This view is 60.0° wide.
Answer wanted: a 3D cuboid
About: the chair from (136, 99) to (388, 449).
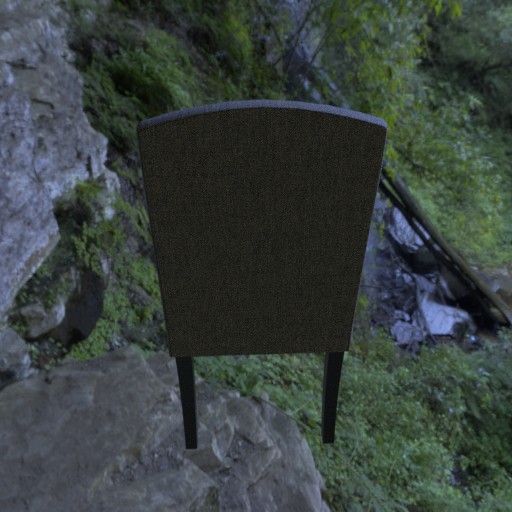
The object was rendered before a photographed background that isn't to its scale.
[{"bbox_3d":[0.000,0.000,1.217,0.451,0.917,0.580,-1,30,-2],"label":"chair"}]
